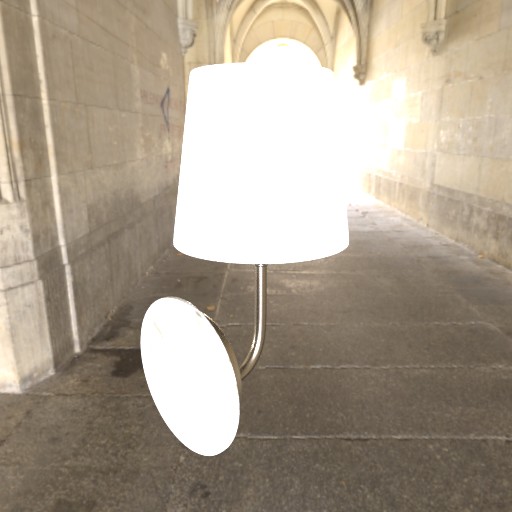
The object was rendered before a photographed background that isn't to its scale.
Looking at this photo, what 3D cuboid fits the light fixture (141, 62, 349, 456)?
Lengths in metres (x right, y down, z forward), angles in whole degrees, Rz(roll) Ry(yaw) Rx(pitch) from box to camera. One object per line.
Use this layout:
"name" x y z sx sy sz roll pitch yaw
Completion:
"light fixture" 0.000 0.000 0.438 0.188 0.337 0.168 -14 21 -42
